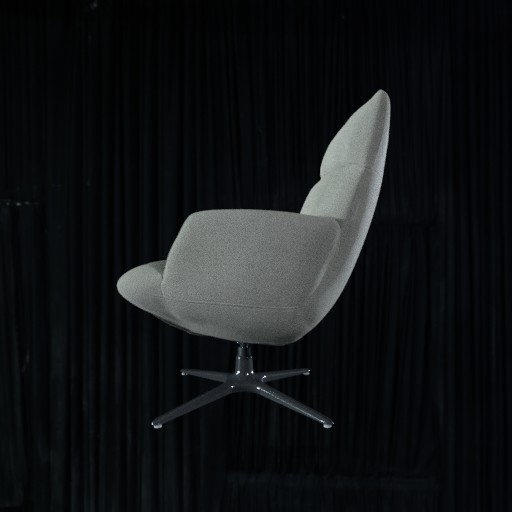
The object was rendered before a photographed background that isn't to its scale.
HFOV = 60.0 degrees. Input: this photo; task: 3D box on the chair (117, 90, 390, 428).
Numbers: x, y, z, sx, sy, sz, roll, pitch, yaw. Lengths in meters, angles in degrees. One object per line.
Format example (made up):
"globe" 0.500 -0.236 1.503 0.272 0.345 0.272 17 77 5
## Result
"chair" 0.000 0.000 1.593 0.889 1.016 0.711 0 2 0
